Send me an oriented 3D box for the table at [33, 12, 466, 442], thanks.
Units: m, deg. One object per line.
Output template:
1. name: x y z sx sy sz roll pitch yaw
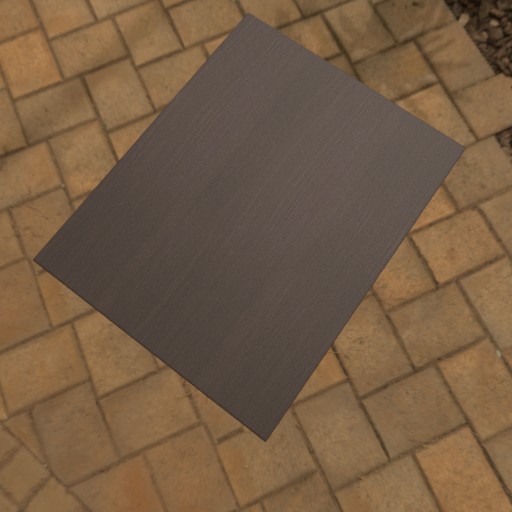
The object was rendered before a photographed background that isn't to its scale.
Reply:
1. table: 0.000 0.000 0.913 0.381 0.635 0.480 35 79 8
